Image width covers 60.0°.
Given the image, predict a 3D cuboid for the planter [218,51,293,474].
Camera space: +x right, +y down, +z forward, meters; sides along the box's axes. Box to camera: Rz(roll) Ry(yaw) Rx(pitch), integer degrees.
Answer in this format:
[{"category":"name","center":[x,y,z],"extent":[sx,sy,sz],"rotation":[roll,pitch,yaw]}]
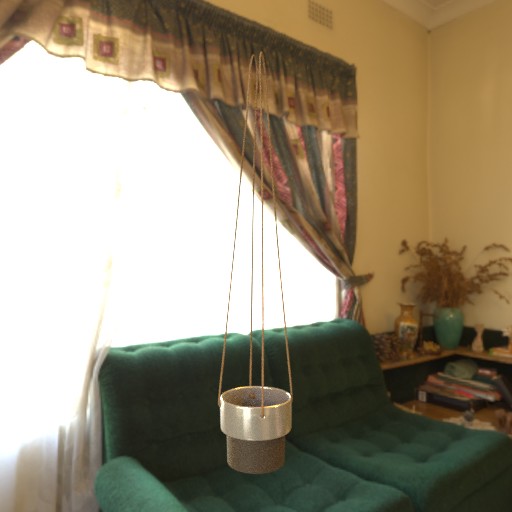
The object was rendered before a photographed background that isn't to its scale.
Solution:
[{"category":"planter","center":[0.000,0.000,1.169],"extent":[0.187,1.073,0.187],"rotation":[-1,-1,35]}]
